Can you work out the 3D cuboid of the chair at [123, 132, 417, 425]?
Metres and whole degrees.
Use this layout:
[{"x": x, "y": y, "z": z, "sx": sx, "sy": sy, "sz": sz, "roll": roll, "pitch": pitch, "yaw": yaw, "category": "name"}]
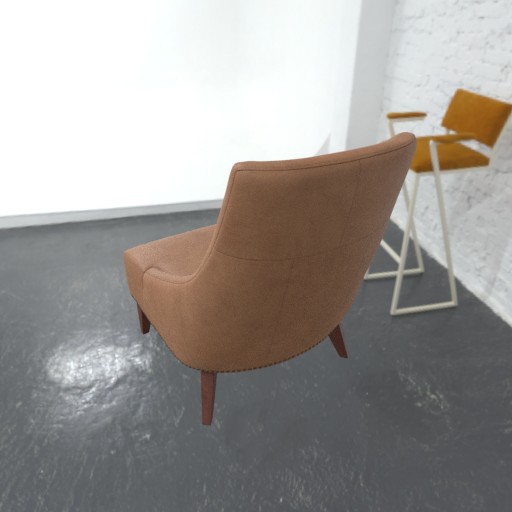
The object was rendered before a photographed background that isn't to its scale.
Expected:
[{"x": 0.000, "y": 0.000, "z": 1.501, "sx": 0.701, "sy": 0.909, "sz": 0.861, "roll": -17, "pitch": 33, "yaw": -28, "category": "chair"}]
